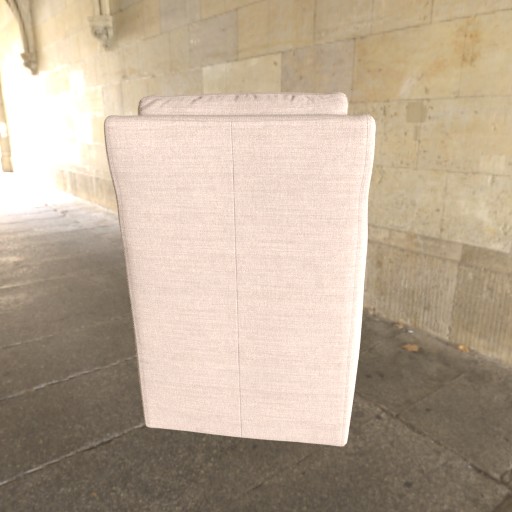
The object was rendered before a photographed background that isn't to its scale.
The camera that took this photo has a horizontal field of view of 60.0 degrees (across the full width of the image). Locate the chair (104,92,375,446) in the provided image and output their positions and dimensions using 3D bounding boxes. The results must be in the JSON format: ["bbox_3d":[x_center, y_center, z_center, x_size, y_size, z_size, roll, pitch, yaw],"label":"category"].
[{"bbox_3d":[0.000,0.000,1.362,0.626,0.914,0.694,2,16,8],"label":"chair"}]
